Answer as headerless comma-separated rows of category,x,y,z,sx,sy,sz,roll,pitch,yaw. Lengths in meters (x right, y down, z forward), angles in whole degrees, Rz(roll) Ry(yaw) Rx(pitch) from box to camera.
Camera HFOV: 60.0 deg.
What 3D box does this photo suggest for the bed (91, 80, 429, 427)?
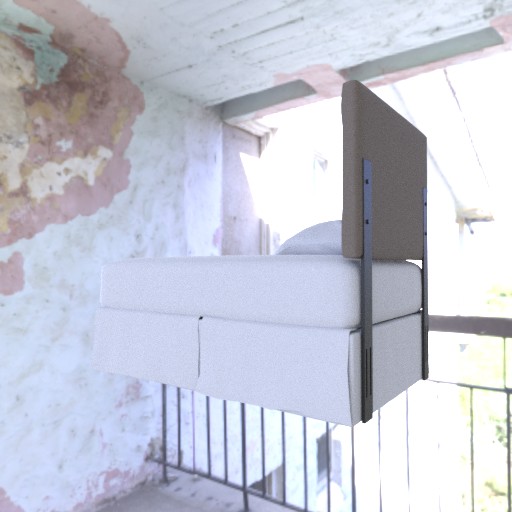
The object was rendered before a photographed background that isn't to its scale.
bed,0.000,0.000,3.019,1.997,1.571,1.261,-1,-2,36
